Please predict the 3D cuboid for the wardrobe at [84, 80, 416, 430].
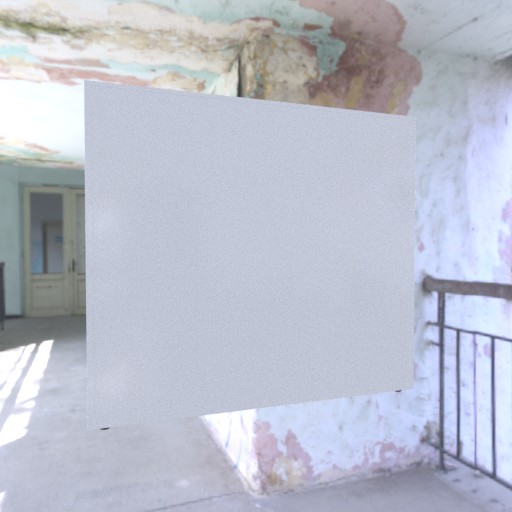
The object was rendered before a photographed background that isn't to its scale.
[{"bbox_3d":[0.000,0.000,1.886,1.340,1.200,0.360,-1,2,-19],"label":"wardrobe"}]
